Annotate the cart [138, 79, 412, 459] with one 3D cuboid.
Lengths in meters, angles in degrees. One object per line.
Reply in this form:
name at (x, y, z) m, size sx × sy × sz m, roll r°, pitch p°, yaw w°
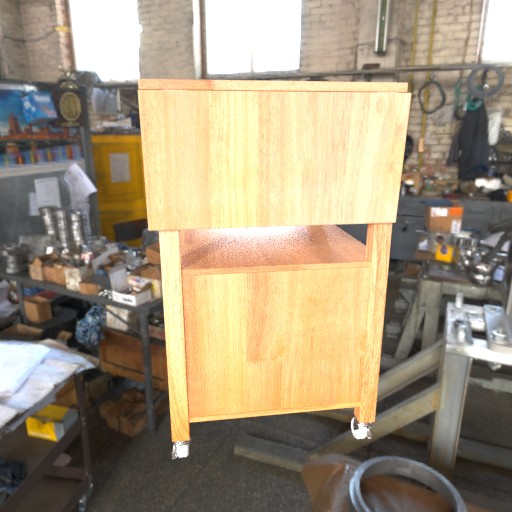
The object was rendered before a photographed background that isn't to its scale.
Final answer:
cart at (0.000, 0.000, 1.208) m, size 0.508 × 0.838 × 0.640 m, roll -2°, pitch 17°, yaw -8°
